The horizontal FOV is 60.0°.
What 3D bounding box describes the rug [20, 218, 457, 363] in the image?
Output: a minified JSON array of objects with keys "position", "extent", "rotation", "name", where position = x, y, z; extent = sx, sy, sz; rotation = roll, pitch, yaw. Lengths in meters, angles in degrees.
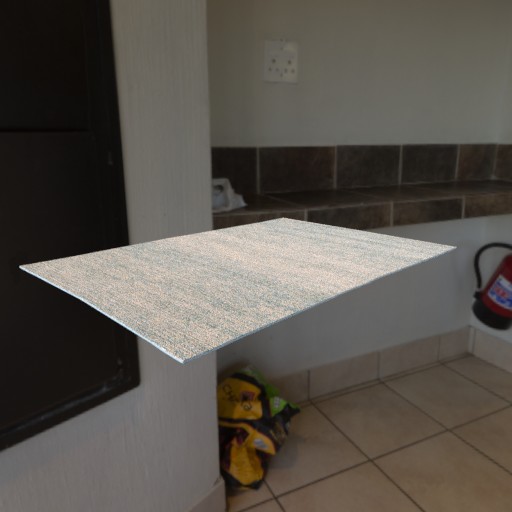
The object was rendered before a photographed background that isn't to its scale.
[{"position":[0.000,0.000,2.820],"extent":[2.306,0.030,1.613],"rotation":[-14,21,-43],"name":"rug"}]
